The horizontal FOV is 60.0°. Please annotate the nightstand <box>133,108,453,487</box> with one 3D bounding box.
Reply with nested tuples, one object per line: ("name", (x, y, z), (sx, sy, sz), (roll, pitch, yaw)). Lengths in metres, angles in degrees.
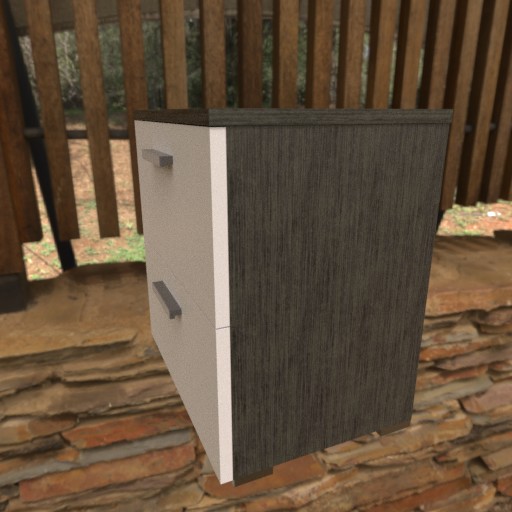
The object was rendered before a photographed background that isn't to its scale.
("nightstand", (0.000, 0.000, 0.735), (0.325, 0.460, 0.441), (-8, 19, -23))
